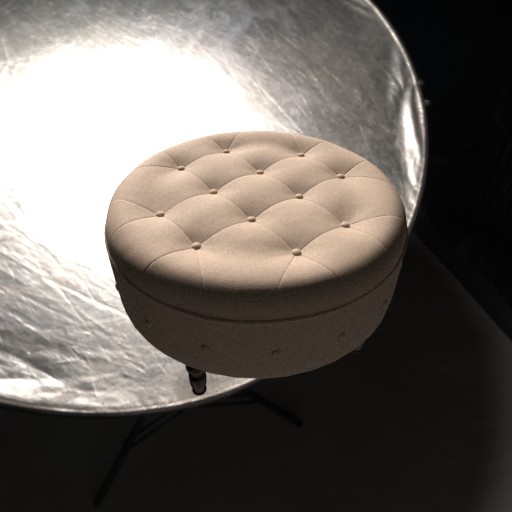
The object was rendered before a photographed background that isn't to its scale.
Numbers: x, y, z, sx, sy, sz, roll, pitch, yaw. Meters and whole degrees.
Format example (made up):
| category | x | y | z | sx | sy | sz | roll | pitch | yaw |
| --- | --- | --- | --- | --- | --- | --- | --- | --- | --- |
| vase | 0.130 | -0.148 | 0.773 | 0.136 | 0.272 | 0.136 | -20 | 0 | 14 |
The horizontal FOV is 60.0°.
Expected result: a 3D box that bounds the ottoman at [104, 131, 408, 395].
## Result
| category | x | y | z | sx | sy | sz | roll | pitch | yaw |
| --- | --- | --- | --- | --- | --- | --- | --- | --- | --- |
| ottoman | 0.000 | 0.000 | 1.387 | 0.848 | 0.494 | 0.848 | 0 | 41 | 0 |
